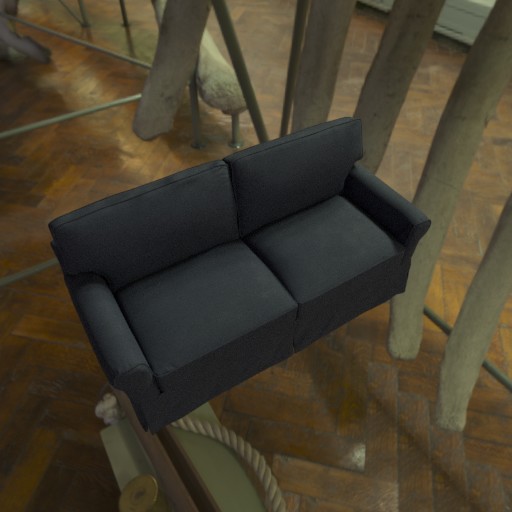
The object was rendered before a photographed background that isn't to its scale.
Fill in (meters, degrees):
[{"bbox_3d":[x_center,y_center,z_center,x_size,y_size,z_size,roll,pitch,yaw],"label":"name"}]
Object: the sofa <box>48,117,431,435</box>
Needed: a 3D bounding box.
[{"bbox_3d":[0.000,0.000,2.891,2.256,1.094,0.983,-24,51,-21],"label":"sofa"}]
